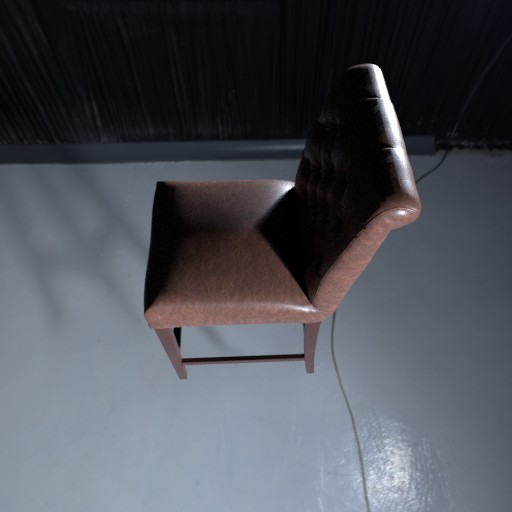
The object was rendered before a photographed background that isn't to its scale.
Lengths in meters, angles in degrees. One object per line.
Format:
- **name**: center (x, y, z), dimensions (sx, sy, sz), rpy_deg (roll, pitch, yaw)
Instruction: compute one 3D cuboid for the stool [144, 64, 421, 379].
- **stool**: center (0.000, 0.000, 1.431), dimensions (0.660, 1.084, 0.486), rpy_deg (-2, 59, -1)
